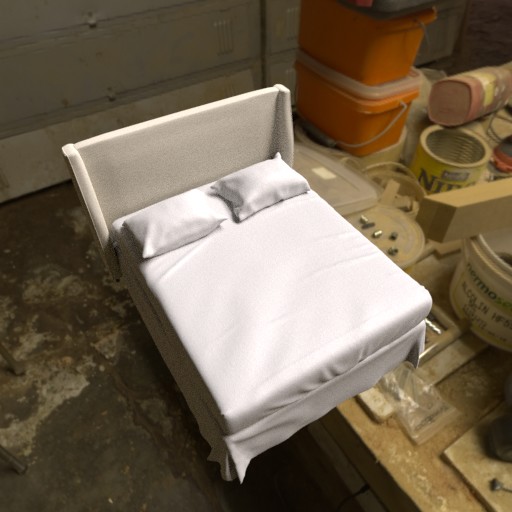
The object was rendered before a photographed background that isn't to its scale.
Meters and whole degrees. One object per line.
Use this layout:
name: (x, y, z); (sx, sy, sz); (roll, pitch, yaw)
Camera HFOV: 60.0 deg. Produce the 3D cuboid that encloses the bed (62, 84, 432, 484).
bed: (0.000, 0.000, 3.316); (1.925, 1.332, 2.276); (-24, 51, -21)
